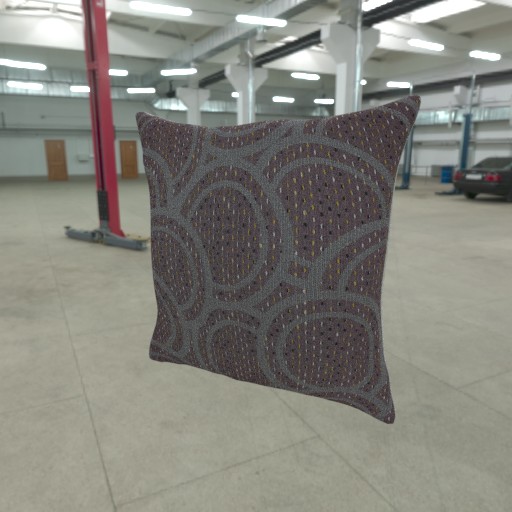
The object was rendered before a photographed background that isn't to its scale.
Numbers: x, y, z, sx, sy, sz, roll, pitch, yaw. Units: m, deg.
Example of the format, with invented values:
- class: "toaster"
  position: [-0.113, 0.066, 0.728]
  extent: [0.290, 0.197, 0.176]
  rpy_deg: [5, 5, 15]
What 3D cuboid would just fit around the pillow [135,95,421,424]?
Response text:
- class: "pillow"
  position: [0.000, 0.000, 0.785]
  extent: [0.514, 0.513, 0.163]
  rpy_deg: [7, 15, 27]
